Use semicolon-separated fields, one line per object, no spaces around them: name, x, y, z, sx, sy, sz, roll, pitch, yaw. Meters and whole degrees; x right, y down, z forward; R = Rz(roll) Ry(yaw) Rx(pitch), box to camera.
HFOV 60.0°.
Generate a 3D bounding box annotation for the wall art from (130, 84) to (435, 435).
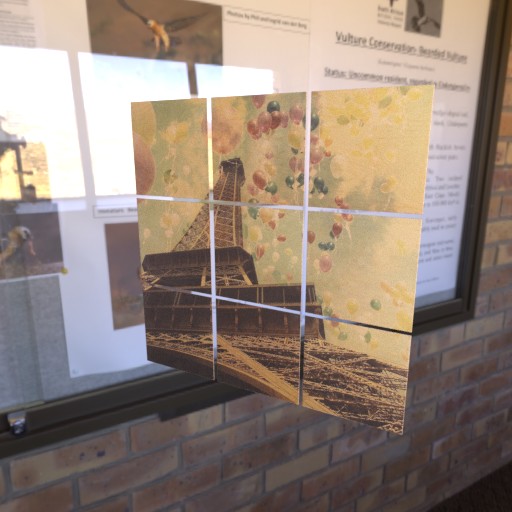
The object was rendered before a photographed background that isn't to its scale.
wall art;0.000;0.000;2.190;1.517;1.505;0.002;8;16;27
